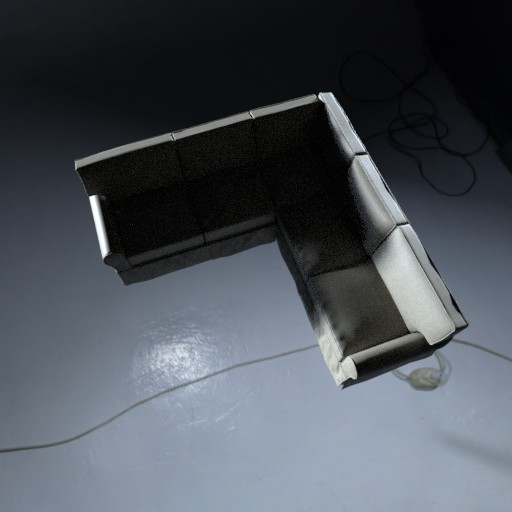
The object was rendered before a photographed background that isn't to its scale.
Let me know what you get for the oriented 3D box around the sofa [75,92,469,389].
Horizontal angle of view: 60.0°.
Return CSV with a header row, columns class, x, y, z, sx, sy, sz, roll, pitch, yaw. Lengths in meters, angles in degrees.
class,x,y,z,sx,sy,sz,roll,pitch,yaw
sofa,0.000,0.000,4.026,2.618,1.081,2.623,-18,65,-9
